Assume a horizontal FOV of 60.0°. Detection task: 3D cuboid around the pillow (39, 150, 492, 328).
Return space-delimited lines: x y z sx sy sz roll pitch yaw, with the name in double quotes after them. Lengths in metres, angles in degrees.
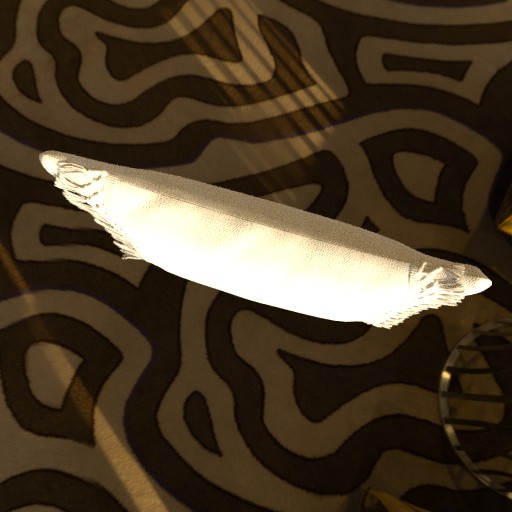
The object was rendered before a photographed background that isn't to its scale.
0.000 0.000 0.574 0.466 0.305 0.084 16 75 4 "pillow"
